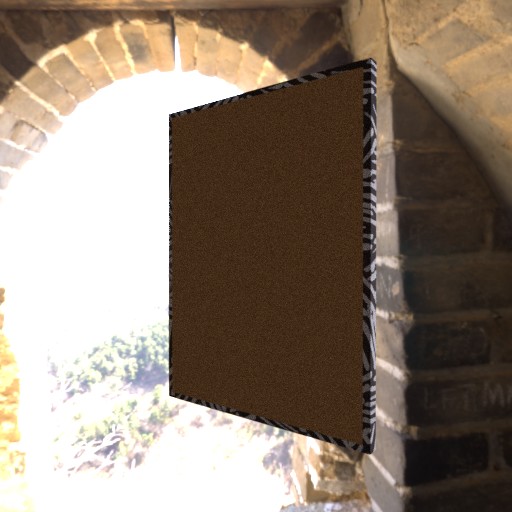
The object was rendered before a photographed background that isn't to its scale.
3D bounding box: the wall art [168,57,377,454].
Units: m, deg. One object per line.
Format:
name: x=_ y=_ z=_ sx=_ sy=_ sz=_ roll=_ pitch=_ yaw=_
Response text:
wall art: x=0.000 y=0.000 z=1.376 sx=0.765 sy=1.017 sz=0.038 roll=0 pitch=1 yaw=37
